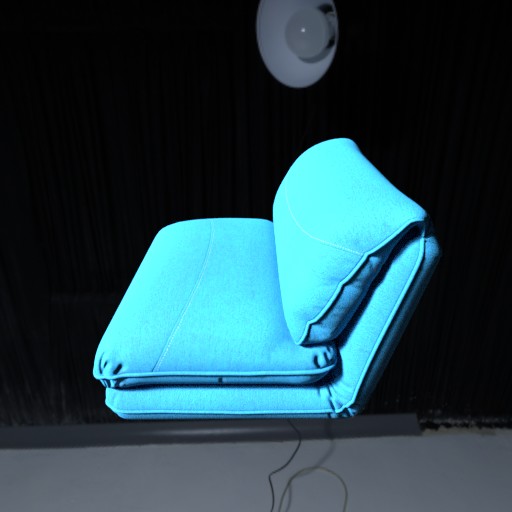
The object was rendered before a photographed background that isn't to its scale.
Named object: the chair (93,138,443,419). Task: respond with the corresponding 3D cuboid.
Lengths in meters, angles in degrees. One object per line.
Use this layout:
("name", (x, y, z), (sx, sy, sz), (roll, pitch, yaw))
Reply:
("chair", (0.000, 0.000, 1.331), (0.780, 0.580, 0.820), (0, 25, 0))
